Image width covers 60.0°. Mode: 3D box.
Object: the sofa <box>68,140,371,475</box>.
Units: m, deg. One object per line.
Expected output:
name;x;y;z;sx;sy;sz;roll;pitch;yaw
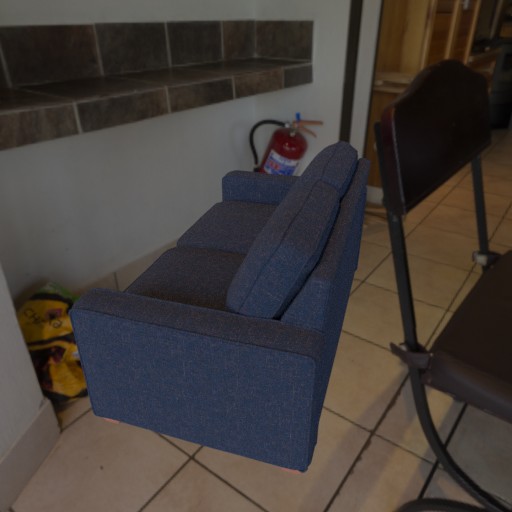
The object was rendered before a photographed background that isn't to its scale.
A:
sofa;0.000;0.000;2.256;0.947;0.918;1.709;9;30;15
